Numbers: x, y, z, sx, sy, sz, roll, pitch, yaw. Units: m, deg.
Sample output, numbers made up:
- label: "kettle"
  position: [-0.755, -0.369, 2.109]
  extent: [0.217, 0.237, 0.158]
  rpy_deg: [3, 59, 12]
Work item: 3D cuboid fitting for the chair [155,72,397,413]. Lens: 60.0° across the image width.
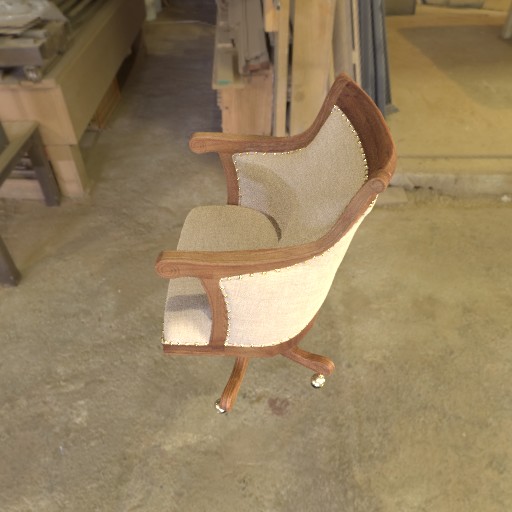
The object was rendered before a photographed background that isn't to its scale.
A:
- label: "chair"
  position: [0.000, 0.000, 1.443]
  extent: [0.689, 0.965, 0.656]
  rpy_deg: [1, 42, 1]
